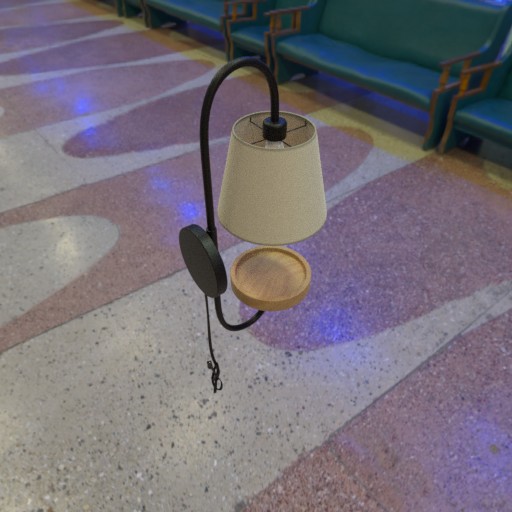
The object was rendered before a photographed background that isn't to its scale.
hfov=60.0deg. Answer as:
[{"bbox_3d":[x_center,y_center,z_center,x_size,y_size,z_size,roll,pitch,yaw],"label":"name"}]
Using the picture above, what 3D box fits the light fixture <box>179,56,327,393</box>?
[{"bbox_3d":[0.000,0.000,0.944,0.299,0.821,0.220,-26,48,-26],"label":"light fixture"}]
